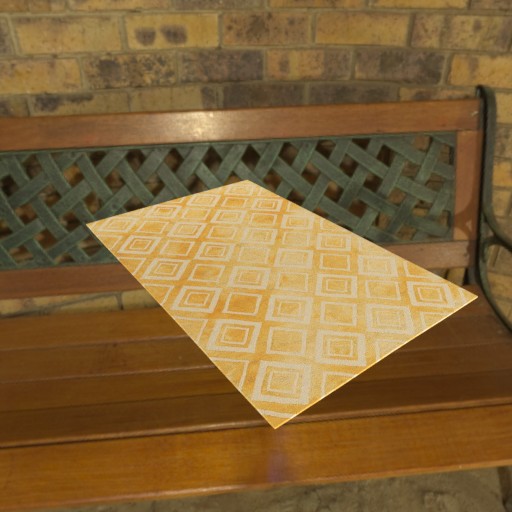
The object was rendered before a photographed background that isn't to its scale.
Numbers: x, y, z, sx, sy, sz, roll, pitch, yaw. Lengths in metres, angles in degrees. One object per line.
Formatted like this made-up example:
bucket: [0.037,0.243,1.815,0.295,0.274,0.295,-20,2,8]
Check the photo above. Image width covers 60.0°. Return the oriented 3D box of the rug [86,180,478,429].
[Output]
rug: [0.000,0.000,2.379,1.213,0.010,1.829,-21,37,-31]
